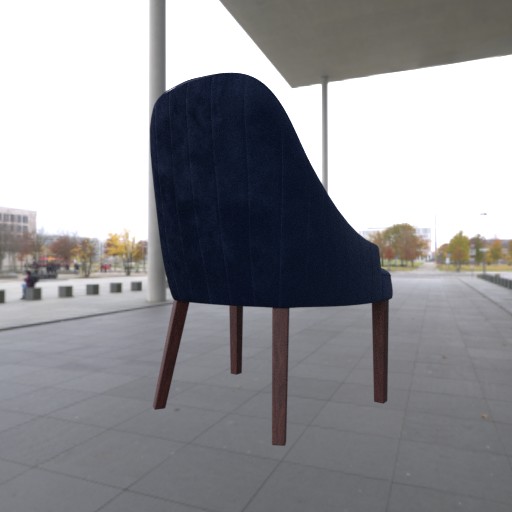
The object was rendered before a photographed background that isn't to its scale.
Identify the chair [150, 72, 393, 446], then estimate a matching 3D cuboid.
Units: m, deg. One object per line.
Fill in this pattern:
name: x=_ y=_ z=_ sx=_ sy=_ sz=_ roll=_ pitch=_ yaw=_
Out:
chair: x=0.000 y=0.000 z=1.330 sx=0.643 sy=0.889 sz=0.575 roll=-1 pitch=-1 yaw=37
